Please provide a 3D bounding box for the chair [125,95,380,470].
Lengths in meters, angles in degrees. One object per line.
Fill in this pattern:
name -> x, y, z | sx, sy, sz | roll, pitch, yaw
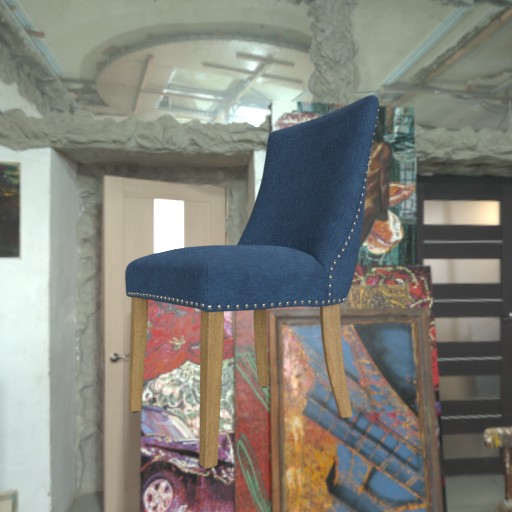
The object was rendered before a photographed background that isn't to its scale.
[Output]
chair -> 0.000, 0.000, 1.270 | 0.610, 0.902, 0.495 | 0, 0, -36
